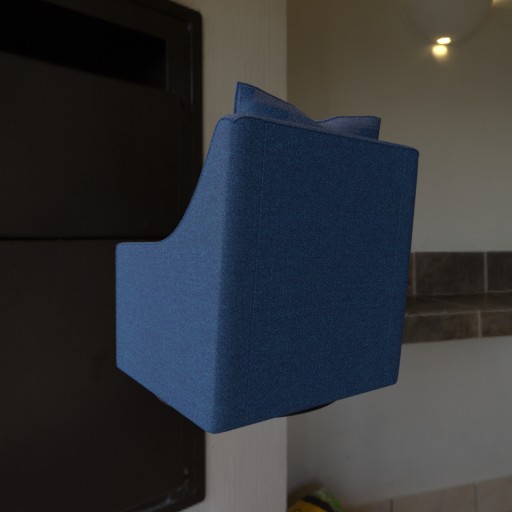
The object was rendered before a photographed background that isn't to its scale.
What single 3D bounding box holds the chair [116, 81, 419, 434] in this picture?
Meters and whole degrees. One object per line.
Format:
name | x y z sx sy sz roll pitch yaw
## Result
chair | 0.000 0.000 1.603 0.750 0.939 0.870 -1 2 -35
